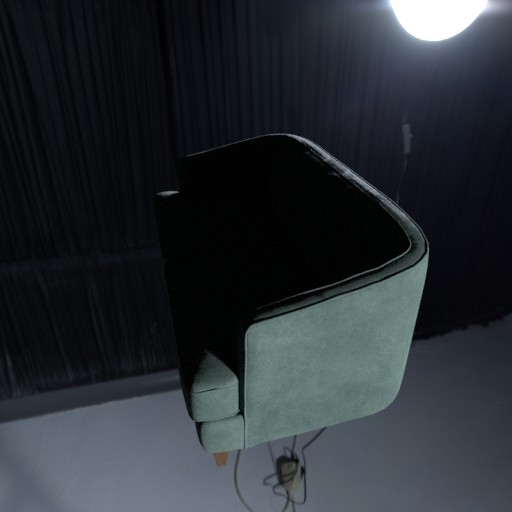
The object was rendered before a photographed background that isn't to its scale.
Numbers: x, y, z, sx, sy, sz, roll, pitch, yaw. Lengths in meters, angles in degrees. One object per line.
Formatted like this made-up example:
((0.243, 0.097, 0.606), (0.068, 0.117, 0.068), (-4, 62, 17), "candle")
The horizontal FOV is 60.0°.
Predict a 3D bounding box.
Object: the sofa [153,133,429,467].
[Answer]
((0.000, 0.000, 2.243), (0.941, 0.855, 1.733), (-8, 31, -13), "sofa")
